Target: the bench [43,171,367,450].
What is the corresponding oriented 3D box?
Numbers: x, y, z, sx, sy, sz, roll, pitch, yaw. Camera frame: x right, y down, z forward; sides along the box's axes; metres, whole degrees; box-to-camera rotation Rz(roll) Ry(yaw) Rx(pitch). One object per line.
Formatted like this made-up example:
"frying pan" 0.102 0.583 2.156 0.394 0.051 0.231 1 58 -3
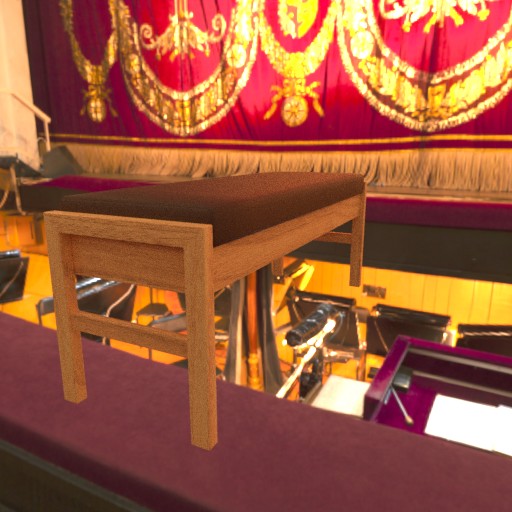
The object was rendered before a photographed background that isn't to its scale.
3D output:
"bench" 0.000 0.000 1.418 0.405 0.480 1.200 7 15 26
